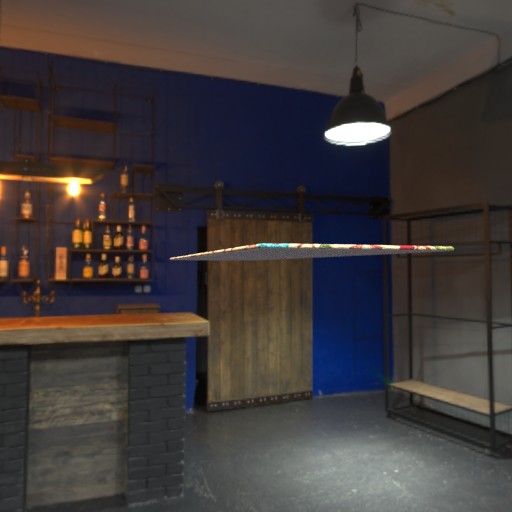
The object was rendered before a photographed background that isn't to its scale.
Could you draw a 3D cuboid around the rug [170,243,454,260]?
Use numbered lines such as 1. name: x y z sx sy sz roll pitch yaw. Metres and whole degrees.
1. rug: 0.000 0.000 2.449 0.693 0.016 2.273 0 -1 -18
